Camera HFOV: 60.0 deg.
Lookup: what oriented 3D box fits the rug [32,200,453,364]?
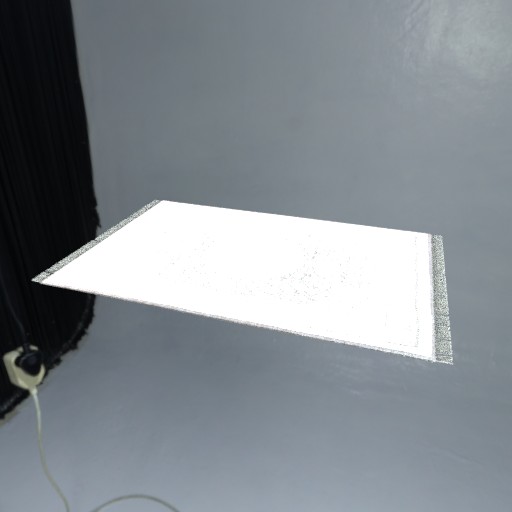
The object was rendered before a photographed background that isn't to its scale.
[{"bbox_3d":[0.000,0.000,3.039,2.440,0.010,1.528,9,29,16],"label":"rug"}]
